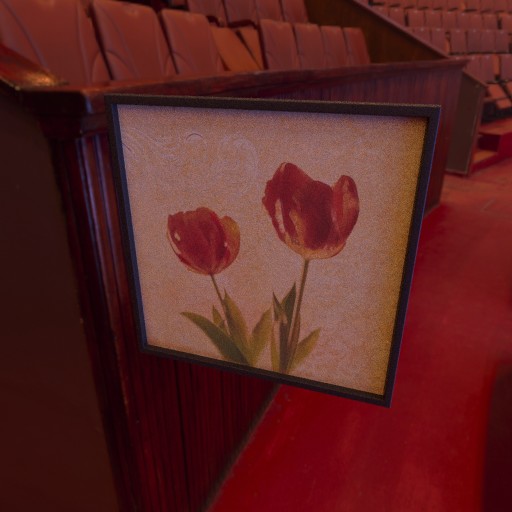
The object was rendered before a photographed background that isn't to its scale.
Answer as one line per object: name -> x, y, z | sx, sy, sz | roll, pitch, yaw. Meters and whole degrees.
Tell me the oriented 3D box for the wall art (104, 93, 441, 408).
wall art -> 0.000, 0.000, 1.202 | 0.805, 0.807, 0.043 | 8, 26, 17
